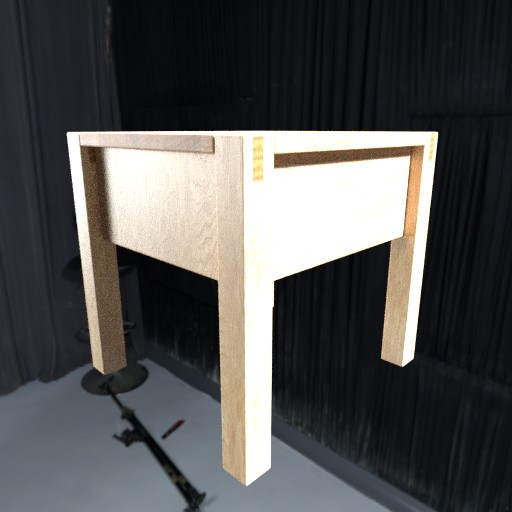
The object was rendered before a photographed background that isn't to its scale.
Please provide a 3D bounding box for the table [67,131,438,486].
[{"bbox_3d":[0.000,0.000,0.836,0.440,0.450,0.480,15,22,43],"label":"table"}]
